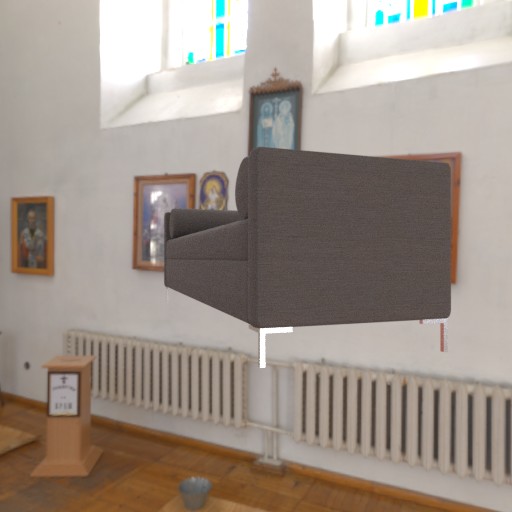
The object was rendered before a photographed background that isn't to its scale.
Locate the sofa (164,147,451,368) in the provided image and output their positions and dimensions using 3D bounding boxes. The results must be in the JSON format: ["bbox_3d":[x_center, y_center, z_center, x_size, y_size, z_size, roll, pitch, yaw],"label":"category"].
[{"bbox_3d":[0.000,0.000,2.275,0.686,0.635,1.981,0,0,-19],"label":"sofa"}]
